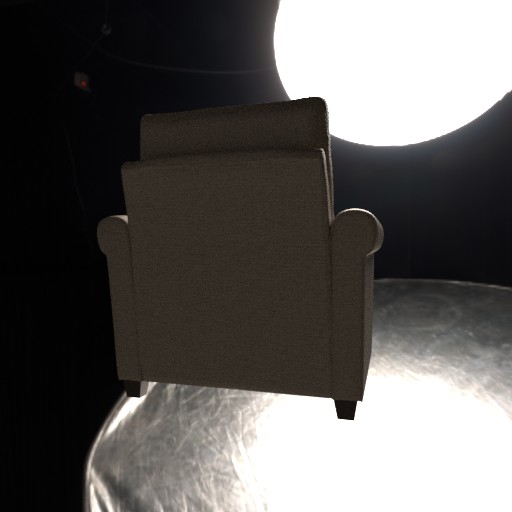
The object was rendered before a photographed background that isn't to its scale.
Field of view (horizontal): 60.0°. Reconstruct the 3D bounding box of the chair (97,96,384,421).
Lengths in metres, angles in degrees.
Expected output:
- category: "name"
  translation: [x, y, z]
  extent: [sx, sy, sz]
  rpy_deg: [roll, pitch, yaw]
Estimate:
- category: "chair"
  translation: [0.000, 0.000, 2.325]
  extent: [1.275, 1.349, 1.180]
  rpy_deg: [0, 0, 17]
